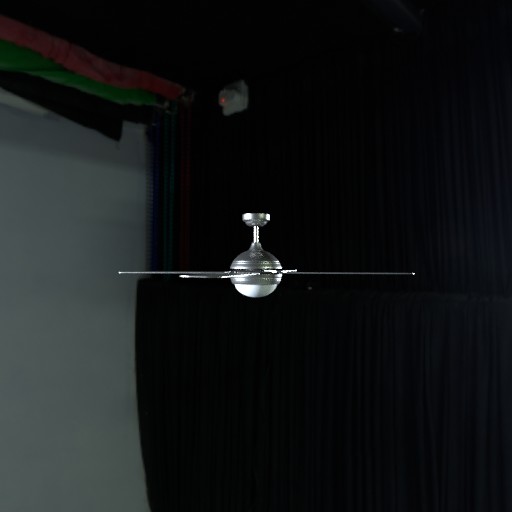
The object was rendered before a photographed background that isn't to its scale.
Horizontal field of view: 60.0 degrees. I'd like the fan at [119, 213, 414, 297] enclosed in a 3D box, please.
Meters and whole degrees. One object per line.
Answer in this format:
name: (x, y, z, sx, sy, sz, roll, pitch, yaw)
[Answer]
fan: (0.000, 0.000, 2.056, 1.321, 0.381, 1.321, -1, -1, 36)
